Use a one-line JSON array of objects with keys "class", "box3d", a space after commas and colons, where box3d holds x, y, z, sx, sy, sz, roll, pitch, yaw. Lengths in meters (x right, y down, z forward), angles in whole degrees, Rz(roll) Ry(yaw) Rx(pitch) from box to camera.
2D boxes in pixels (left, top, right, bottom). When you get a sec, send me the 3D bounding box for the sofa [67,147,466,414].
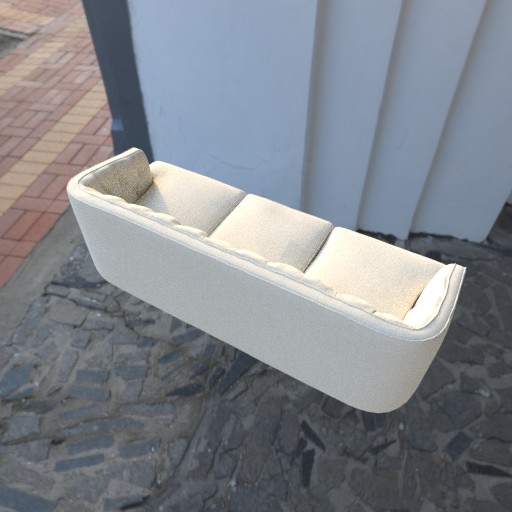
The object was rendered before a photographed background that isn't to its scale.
[{"class": "sofa", "box3d": [0.000, 0.000, 2.716, 2.278, 0.855, 0.941, 23, 51, 20]}]
